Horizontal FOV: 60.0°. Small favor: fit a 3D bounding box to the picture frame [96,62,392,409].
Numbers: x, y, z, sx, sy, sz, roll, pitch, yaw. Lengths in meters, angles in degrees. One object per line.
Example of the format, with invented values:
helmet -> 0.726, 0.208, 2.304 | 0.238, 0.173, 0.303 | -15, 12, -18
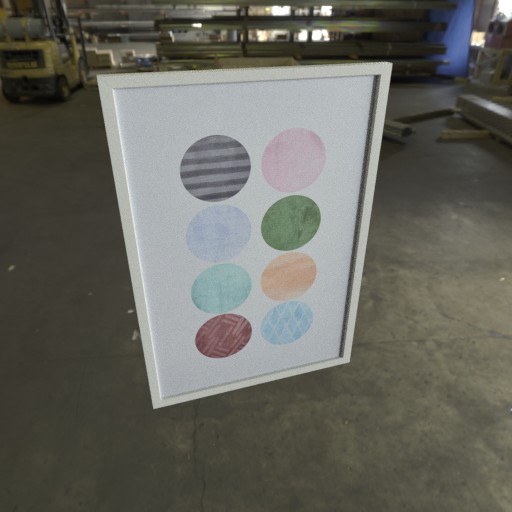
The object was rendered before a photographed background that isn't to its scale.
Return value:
picture frame -> 0.000, 0.000, 0.553 | 0.305, 0.434, 0.013 | -9, 32, -15
